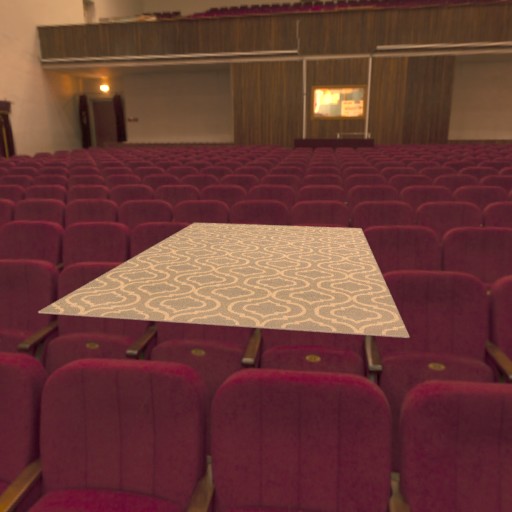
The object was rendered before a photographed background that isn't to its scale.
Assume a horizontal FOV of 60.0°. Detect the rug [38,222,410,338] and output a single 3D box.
[{"bbox_3d":[0.000,0.000,2.167,1.141,0.015,1.749,2,14,8],"label":"rug"}]
